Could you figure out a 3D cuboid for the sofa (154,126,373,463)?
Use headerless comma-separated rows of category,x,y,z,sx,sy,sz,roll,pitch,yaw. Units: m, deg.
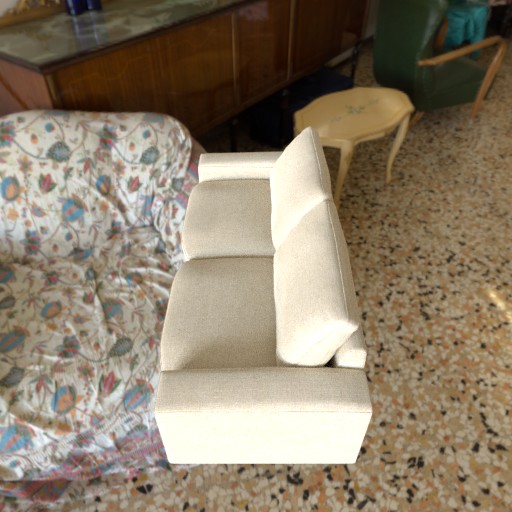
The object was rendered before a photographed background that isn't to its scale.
sofa,0.000,0.000,2.876,1.040,0.922,2.299,0,42,0
